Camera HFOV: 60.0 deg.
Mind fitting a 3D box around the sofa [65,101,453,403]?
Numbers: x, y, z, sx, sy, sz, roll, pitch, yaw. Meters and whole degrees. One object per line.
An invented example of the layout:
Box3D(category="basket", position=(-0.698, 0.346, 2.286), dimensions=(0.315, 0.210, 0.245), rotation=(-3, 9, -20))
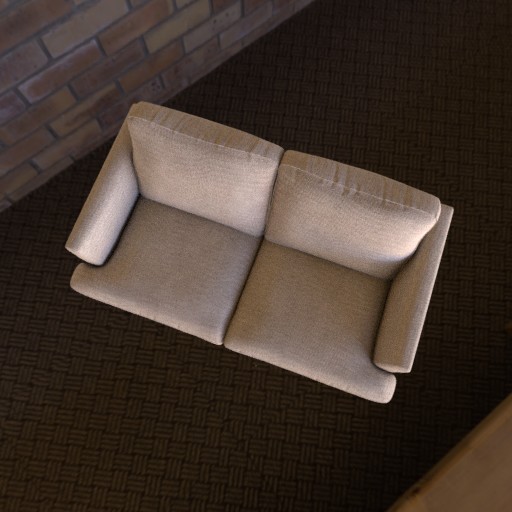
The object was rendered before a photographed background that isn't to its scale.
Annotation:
Box3D(category="sofa", position=(0.000, 0.000, 2.123), dimensions=(1.582, 0.944, 0.903), rotation=(19, 77, 5))
